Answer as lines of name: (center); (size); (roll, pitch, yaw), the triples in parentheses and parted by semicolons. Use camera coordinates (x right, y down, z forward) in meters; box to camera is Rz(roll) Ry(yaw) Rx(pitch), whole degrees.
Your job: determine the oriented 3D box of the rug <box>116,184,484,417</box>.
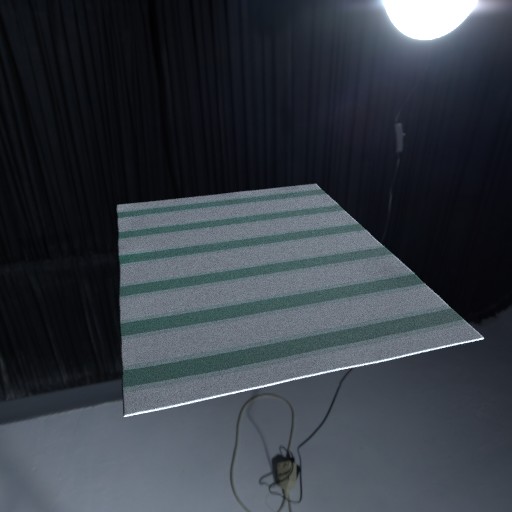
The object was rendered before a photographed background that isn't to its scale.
rug: (0.000, 0.000, 4.047); (2.434, 0.019, 3.041); (-8, 31, -14)
